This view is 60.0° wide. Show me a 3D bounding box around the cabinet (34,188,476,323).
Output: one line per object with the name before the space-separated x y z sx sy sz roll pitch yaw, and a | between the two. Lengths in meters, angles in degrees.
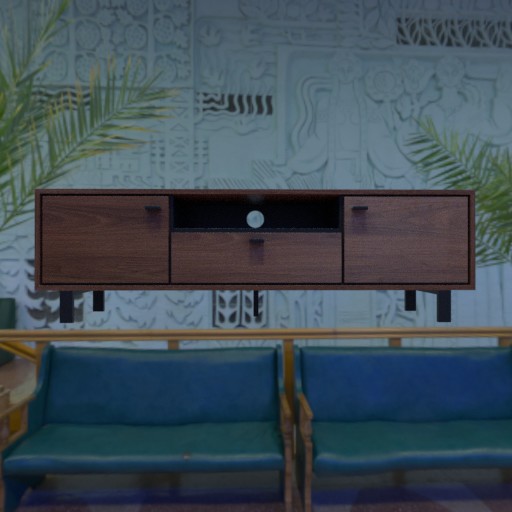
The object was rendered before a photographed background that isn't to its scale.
cabinet | 0.000 0.000 1.826 1.650 0.500 0.400 0 0 -1
